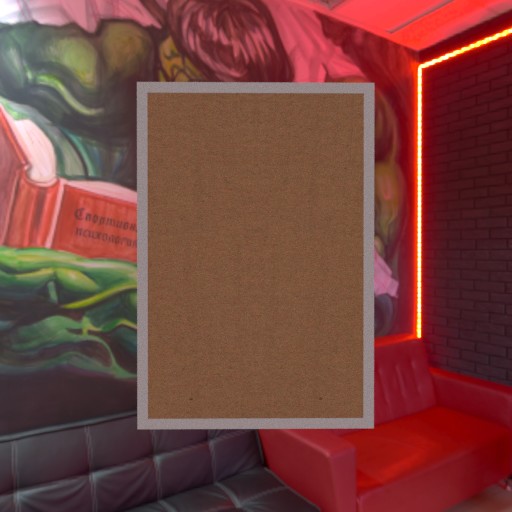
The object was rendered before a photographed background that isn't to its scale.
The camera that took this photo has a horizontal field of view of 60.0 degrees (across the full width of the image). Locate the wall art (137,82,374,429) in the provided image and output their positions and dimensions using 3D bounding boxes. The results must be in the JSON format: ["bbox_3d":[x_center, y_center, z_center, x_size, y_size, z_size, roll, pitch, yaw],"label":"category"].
[{"bbox_3d":[0.000,0.000,1.242,0.660,0.965,0.015,0,0,-1],"label":"wall art"}]
